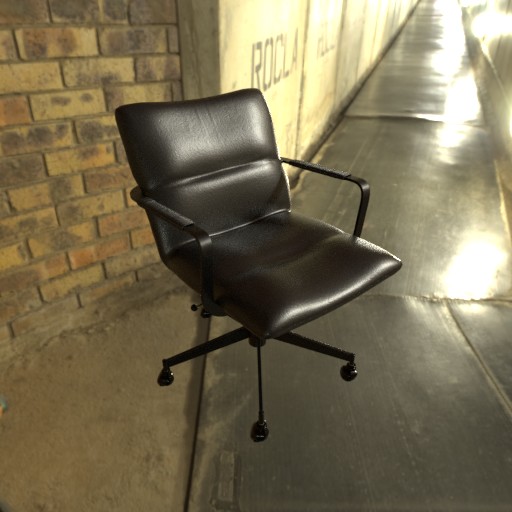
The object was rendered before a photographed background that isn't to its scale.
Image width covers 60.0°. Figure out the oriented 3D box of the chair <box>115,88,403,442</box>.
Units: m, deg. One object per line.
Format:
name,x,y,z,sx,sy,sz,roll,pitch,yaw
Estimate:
chair,0.000,0.000,1.466,0.719,0.922,0.748,-21,36,-33
